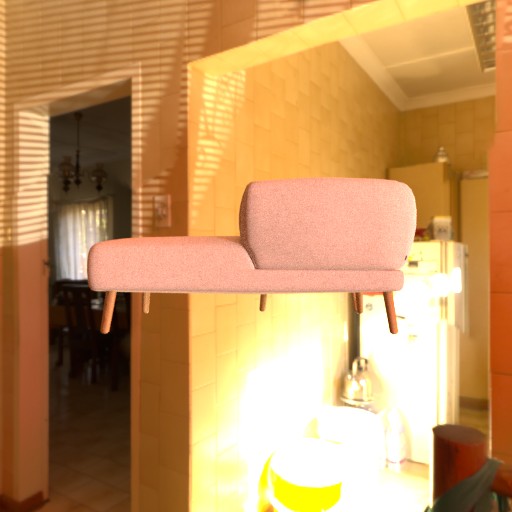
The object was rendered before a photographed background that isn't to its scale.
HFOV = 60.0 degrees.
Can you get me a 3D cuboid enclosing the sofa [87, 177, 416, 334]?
[{"bbox_3d":[0.000,0.000,3.313,1.610,0.730,2.660,0,0,1],"label":"sofa"}]
